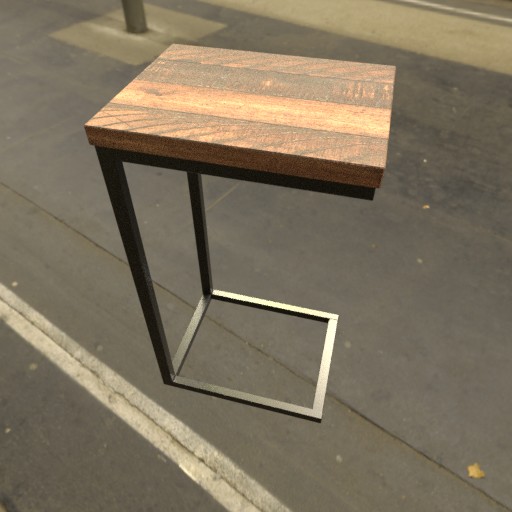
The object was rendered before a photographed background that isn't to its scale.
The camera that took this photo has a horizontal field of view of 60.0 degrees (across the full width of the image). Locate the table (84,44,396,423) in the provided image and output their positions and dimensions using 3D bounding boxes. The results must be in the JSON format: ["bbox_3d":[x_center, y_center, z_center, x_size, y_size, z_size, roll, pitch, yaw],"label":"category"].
[{"bbox_3d":[0.000,0.000,0.943,0.414,0.718,0.323,11,46,11],"label":"table"}]
